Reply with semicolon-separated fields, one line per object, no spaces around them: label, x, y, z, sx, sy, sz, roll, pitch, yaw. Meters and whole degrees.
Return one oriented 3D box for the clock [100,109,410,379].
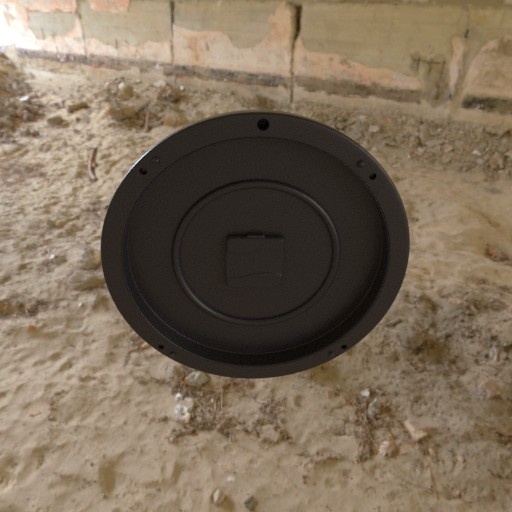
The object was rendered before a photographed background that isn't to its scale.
clock;0.000;0.000;0.457;0.300;0.300;0.060;-1;31;-2
